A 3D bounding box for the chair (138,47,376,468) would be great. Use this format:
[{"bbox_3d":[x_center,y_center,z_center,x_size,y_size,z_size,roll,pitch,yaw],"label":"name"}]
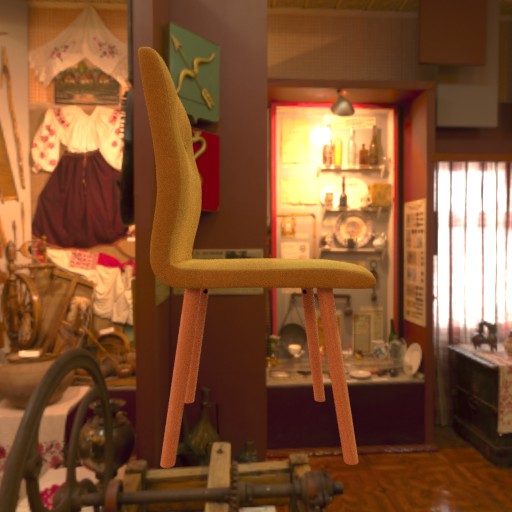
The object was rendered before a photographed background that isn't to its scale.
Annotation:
[{"bbox_3d":[0.000,0.000,1.238,0.550,0.965,0.450,0,1,-2],"label":"chair"}]
